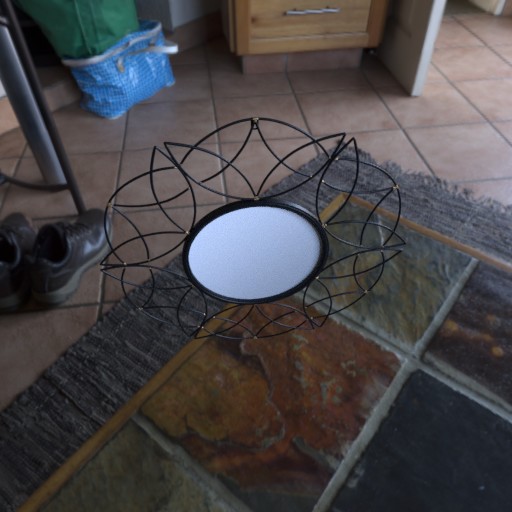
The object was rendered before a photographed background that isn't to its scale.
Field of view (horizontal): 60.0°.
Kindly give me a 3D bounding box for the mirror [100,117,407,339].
[{"bbox_3d":[0.000,0.000,1.153,0.797,0.775,0.028,-4,46,-4],"label":"mirror"}]
